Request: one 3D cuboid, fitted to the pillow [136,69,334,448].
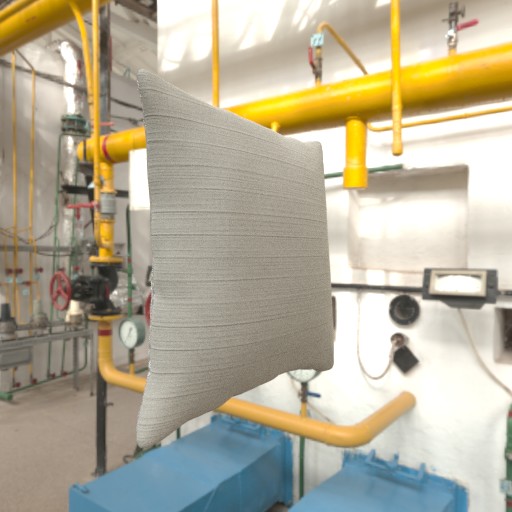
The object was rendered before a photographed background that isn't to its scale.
[{"bbox_3d":[0.000,0.000,0.719,0.175,0.464,0.470,0,1,37],"label":"pillow"}]
